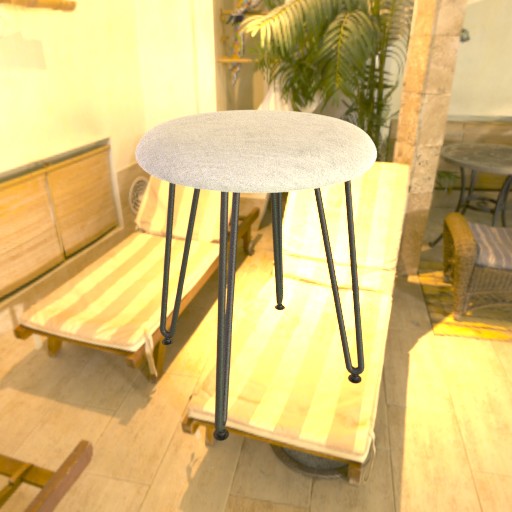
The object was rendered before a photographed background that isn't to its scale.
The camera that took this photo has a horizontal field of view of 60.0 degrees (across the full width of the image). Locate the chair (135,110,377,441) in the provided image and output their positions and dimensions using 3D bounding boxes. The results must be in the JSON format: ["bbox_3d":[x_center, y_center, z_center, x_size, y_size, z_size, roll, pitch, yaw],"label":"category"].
[{"bbox_3d":[0.000,0.000,0.654,0.350,0.386,0.350,8,28,15],"label":"chair"}]
